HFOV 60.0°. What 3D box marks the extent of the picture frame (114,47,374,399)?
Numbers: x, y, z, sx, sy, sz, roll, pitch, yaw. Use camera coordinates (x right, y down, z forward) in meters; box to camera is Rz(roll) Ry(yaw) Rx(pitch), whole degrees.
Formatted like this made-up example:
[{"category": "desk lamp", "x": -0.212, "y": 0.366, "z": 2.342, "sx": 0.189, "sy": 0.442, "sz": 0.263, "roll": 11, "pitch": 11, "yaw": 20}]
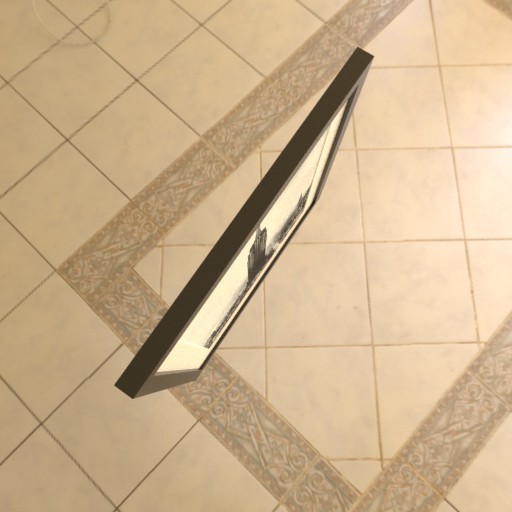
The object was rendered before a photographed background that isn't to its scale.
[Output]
[{"category": "picture frame", "x": 0.000, "y": 0.000, "z": 0.846, "sx": 0.029, "sy": 0.557, "sz": 0.559, "roll": 33, "pitch": 79, "yaw": 8}]
